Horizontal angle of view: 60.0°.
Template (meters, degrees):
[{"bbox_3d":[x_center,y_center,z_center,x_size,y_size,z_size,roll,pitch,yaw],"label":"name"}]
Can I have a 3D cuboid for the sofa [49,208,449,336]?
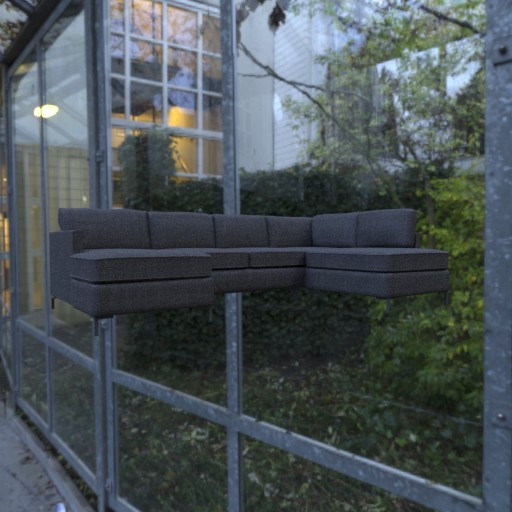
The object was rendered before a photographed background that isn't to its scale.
[{"bbox_3d":[0.000,0.000,4.339,3.423,0.999,2.048,-1,2,-36],"label":"sofa"}]
